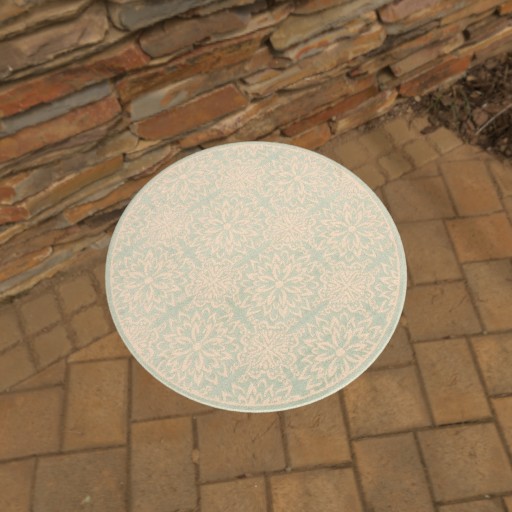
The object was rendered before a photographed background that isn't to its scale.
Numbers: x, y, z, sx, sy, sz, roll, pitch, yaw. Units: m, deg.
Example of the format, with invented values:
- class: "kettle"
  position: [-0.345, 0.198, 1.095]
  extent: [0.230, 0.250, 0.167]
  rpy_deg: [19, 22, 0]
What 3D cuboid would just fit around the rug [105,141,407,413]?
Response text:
- class: "rug"
  position: [0.000, 0.000, 2.367]
  extent: [1.593, 0.012, 1.593]
  rpy_deg: [0, 63, 0]
